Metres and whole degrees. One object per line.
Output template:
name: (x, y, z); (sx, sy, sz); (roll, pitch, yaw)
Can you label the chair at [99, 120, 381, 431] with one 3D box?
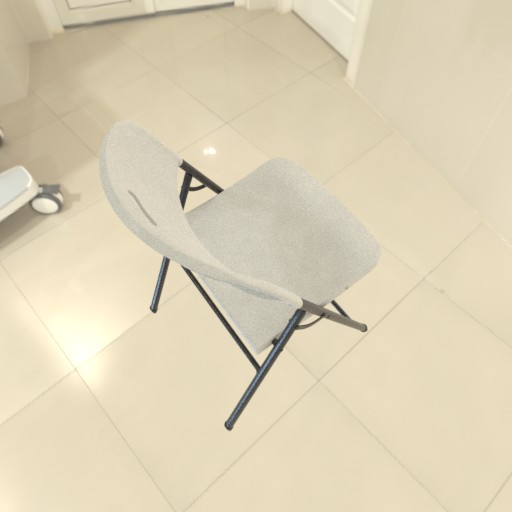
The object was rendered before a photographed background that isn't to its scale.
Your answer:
chair: (0.000, 0.000, 1.148); (0.566, 0.810, 0.494); (-31, 63, -18)
